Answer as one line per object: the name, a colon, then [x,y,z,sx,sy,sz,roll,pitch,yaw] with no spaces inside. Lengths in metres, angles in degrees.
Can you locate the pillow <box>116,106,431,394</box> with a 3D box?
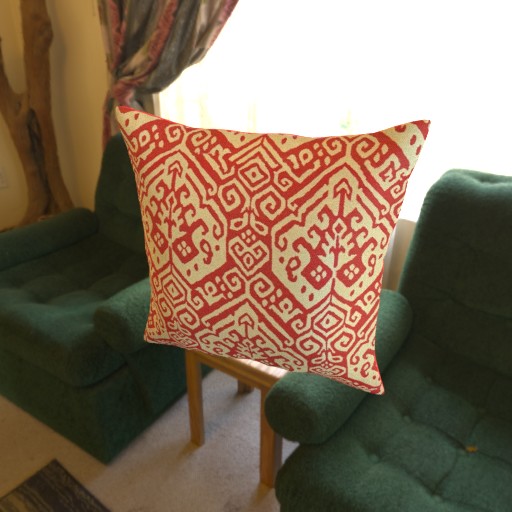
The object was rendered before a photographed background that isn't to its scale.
pillow: [0.000,0.000,0.808,0.522,0.507,0.192,8,27,17]
